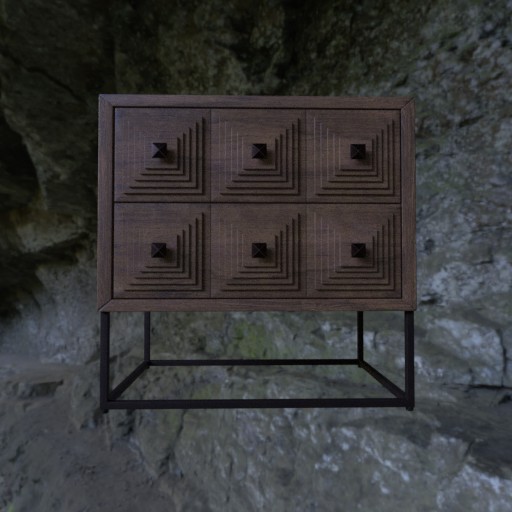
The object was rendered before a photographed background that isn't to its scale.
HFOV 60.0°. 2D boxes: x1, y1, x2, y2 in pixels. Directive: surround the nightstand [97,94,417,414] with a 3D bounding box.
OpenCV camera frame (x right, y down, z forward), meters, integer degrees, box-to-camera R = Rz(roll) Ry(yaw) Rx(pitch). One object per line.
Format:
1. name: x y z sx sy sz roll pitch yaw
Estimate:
1. nightstand: 0.000 0.000 1.032 0.610 0.610 0.437 0 -1 -1
